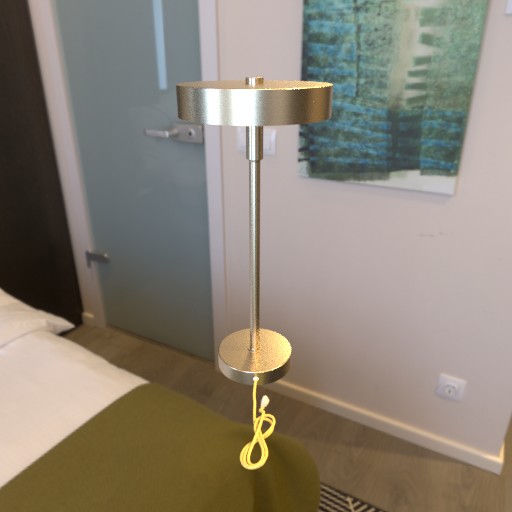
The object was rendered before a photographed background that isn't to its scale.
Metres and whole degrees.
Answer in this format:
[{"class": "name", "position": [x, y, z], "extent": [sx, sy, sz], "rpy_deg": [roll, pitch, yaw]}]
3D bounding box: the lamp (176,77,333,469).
[{"class": "lamp", "position": [0.000, 0.000, 0.686], "extent": [0.229, 0.508, 0.369], "rpy_deg": [-1, 24, -1]}]
